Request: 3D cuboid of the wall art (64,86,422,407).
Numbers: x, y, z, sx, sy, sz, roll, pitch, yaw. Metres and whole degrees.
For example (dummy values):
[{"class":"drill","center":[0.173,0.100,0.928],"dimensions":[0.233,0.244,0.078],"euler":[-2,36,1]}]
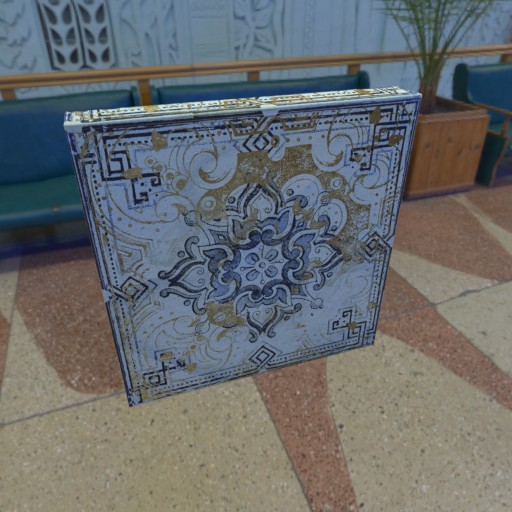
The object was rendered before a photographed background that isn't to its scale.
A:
[{"class":"wall art","center":[0.000,0.000,0.454],"dimensions":[0.302,0.306,0.038],"euler":[-10,34,-16]}]
